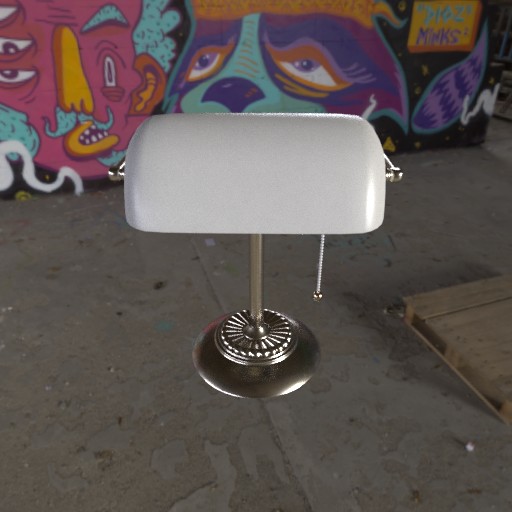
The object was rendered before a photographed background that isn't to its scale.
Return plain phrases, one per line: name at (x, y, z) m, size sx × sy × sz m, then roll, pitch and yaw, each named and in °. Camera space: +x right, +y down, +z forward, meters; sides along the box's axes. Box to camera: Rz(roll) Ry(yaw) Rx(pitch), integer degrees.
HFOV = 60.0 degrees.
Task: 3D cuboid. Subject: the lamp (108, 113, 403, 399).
lamp at (0.000, 0.000, 0.507) m, size 0.264 × 0.339 × 0.243 m, roll 1°, pitch 30°, yaw 1°
